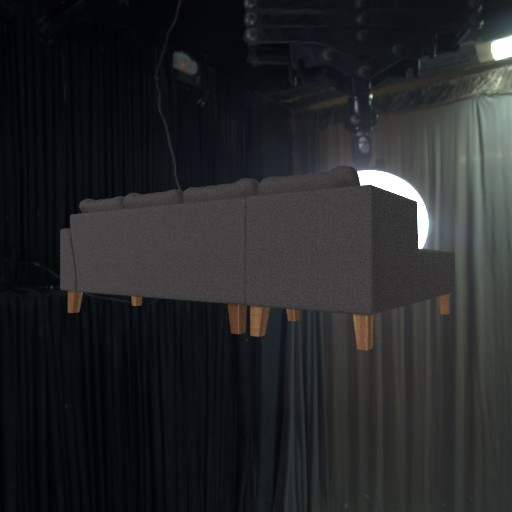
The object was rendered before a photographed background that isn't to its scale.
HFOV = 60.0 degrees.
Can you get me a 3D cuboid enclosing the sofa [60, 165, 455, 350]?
[{"bbox_3d":[0.000,0.000,3.618,2.679,0.932,1.829,0,0,36],"label":"sofa"}]
